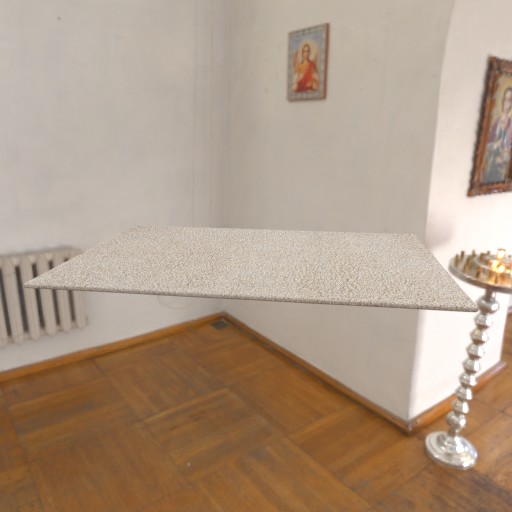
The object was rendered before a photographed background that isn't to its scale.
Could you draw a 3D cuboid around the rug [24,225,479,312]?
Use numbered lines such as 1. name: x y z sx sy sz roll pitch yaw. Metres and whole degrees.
1. rug: 0.000 0.000 3.465 2.743 0.030 1.778 2 16 8
